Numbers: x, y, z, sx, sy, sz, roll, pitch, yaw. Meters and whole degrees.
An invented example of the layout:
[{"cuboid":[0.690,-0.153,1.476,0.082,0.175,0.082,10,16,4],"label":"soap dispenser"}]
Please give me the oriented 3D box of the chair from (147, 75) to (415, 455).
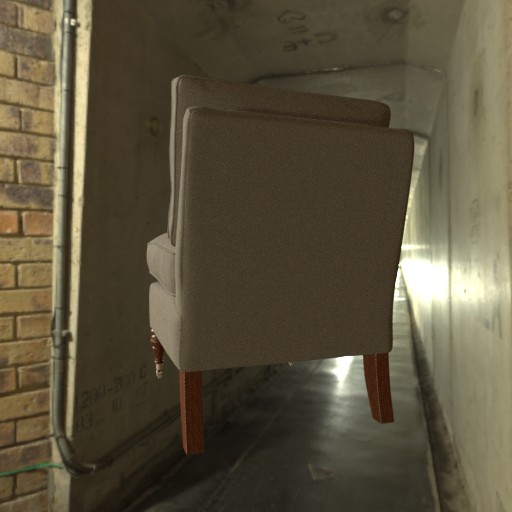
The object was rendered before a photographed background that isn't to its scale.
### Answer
[{"cuboid":[0.000,0.000,1.637,0.724,1.045,0.924,0,1,-20],"label":"chair"}]
